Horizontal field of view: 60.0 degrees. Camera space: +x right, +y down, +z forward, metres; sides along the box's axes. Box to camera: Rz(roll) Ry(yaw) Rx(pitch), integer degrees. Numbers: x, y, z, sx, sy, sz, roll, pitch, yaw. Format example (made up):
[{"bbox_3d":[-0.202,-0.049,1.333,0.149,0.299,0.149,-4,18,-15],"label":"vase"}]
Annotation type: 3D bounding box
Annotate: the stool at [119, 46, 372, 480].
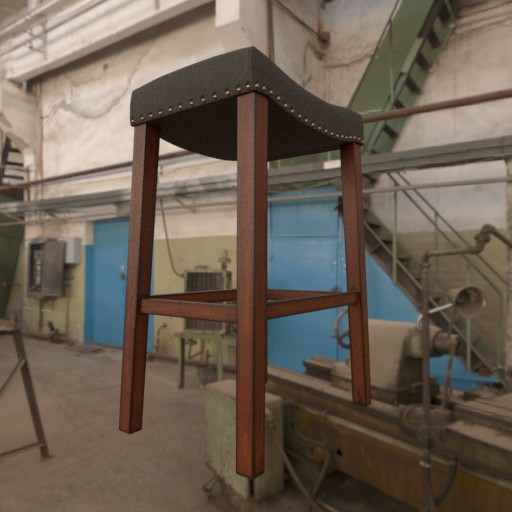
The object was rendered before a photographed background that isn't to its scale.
[{"bbox_3d":[0.000,0.000,1.054,0.366,0.760,0.502,-1,-1,37],"label":"stool"}]
